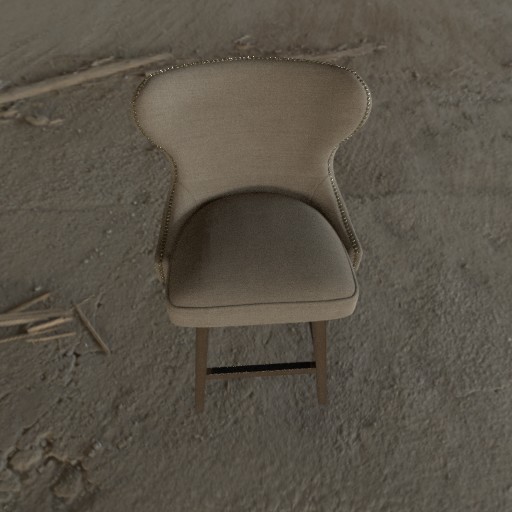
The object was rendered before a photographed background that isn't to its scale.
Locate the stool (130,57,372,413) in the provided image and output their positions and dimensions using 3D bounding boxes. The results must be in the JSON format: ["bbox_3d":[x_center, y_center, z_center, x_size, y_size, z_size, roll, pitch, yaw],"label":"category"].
[{"bbox_3d":[0.000,0.000,1.348,0.615,0.972,0.597,-3,47,-3],"label":"stool"}]
